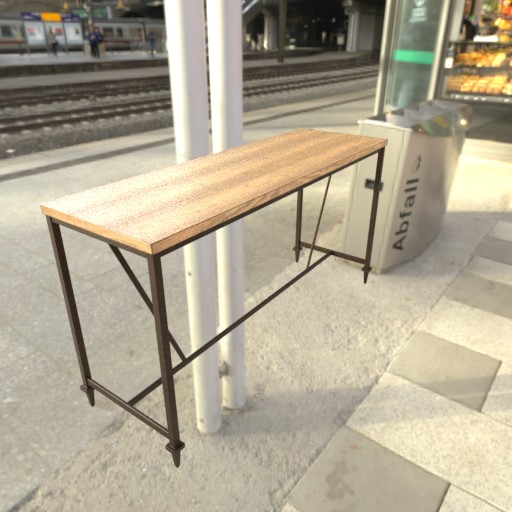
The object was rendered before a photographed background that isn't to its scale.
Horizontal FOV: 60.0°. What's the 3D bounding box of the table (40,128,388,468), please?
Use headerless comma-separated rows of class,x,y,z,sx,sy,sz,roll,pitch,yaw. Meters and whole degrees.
table,0.000,0.000,2.139,0.551,0.902,1.700,18,31,32
